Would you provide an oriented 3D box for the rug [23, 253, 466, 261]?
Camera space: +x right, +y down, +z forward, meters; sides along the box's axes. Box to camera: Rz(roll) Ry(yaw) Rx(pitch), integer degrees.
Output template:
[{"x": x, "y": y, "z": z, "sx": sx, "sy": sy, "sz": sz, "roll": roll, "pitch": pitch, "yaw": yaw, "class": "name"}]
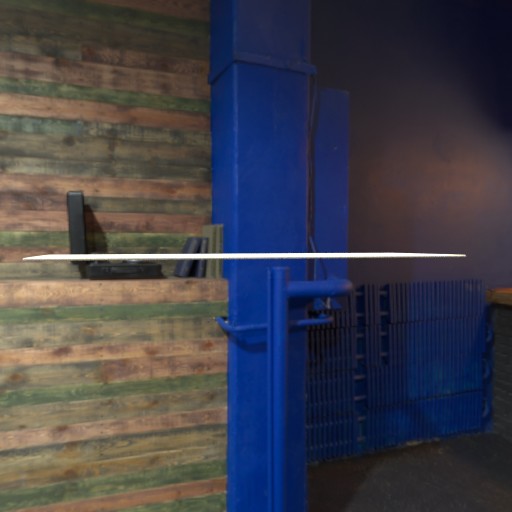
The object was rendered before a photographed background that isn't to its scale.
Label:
[{"x": 0.000, "y": 0.000, "z": 2.709, "sx": 2.450, "sy": 0.014, "sz": 0.793, "roll": 0, "pitch": 1, "yaw": -17, "class": "rug"}]
